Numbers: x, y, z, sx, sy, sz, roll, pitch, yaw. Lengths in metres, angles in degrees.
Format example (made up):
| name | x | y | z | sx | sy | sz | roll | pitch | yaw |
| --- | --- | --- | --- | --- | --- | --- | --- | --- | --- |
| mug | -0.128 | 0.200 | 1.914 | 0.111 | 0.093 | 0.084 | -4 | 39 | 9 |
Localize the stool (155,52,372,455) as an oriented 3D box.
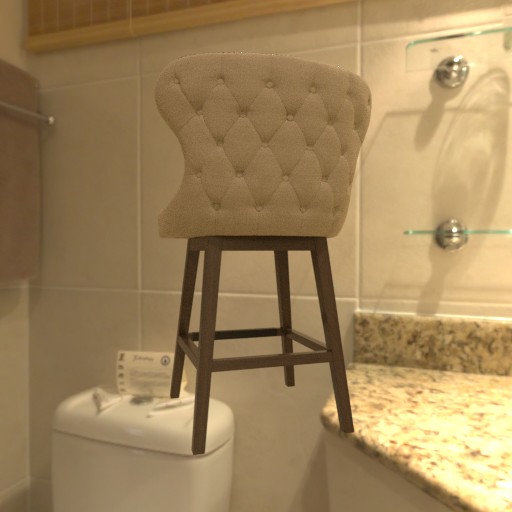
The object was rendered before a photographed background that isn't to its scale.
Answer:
| name | x | y | z | sx | sy | sz | roll | pitch | yaw |
| --- | --- | --- | --- | --- | --- | --- | --- | --- | --- |
| stool | 0.000 | 0.000 | 1.334 | 0.615 | 0.972 | 0.597 | 0 | 1 | -18 |
